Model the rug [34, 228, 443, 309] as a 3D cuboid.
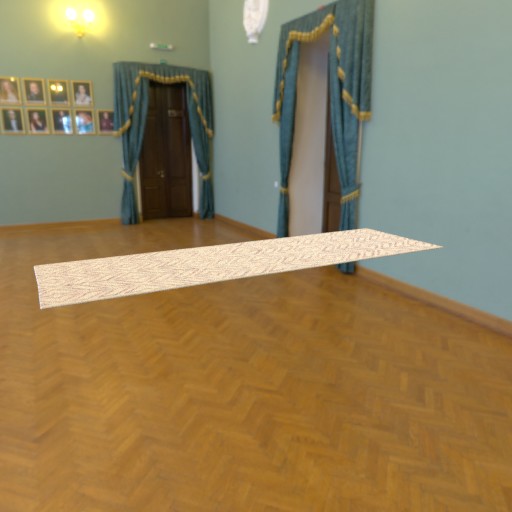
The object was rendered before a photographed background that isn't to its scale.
[{"bbox_3d":[0.000,0.000,2.727,2.435,0.009,0.750,-7,16,-27],"label":"rug"}]
